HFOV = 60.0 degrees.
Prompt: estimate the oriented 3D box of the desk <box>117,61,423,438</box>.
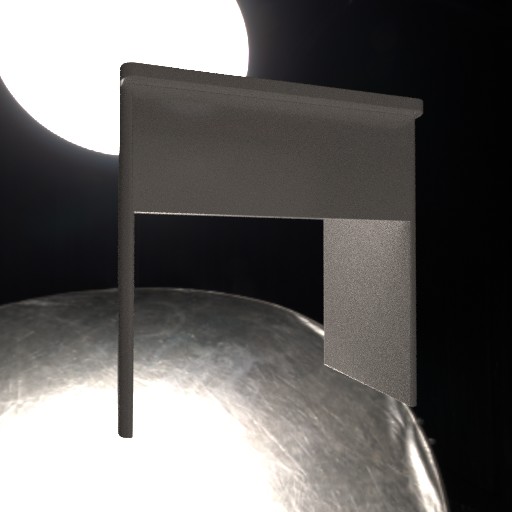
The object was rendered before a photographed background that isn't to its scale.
[{"bbox_3d":[0.000,0.000,1.284,0.762,0.800,0.549,0,-1,-17],"label":"desk"}]
